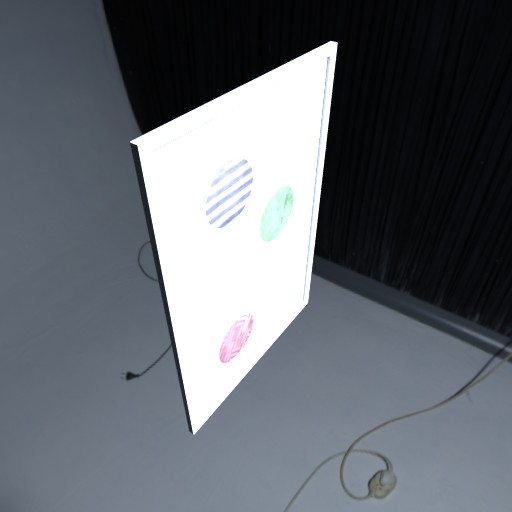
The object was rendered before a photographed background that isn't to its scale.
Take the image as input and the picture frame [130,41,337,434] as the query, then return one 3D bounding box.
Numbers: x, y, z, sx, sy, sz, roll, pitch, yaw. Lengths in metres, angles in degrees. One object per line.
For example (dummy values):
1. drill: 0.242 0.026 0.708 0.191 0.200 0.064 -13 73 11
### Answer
1. picture frame: 0.000 0.000 0.843 0.013 0.657 0.457 26 48 26
